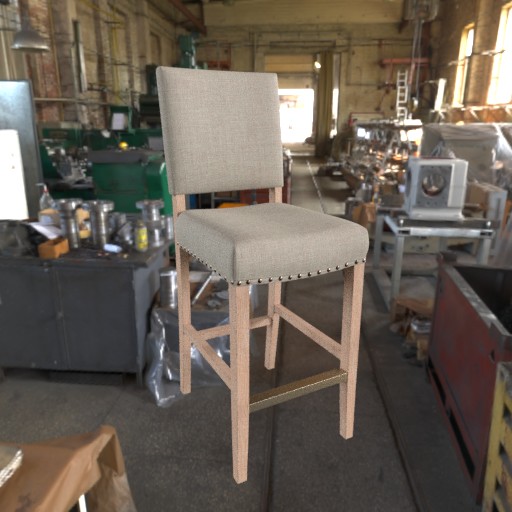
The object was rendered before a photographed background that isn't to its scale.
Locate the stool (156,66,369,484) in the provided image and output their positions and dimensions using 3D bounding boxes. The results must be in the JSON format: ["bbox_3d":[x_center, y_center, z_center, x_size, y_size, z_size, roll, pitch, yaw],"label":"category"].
[{"bbox_3d":[0.000,0.000,1.448,0.445,1.173,0.585,-9,19,-27],"label":"stool"}]
